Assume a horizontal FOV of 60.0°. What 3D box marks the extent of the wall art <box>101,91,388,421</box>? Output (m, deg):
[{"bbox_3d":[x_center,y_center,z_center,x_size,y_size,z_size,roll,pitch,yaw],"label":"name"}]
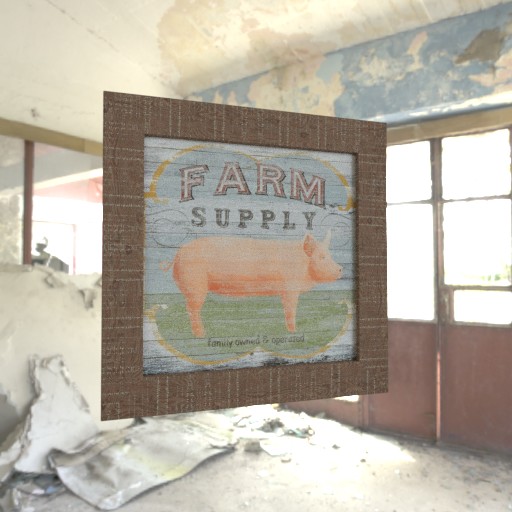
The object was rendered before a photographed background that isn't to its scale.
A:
[{"bbox_3d":[0.000,0.000,0.811,0.531,0.531,0.040,0,-1,-18],"label":"wall art"}]
